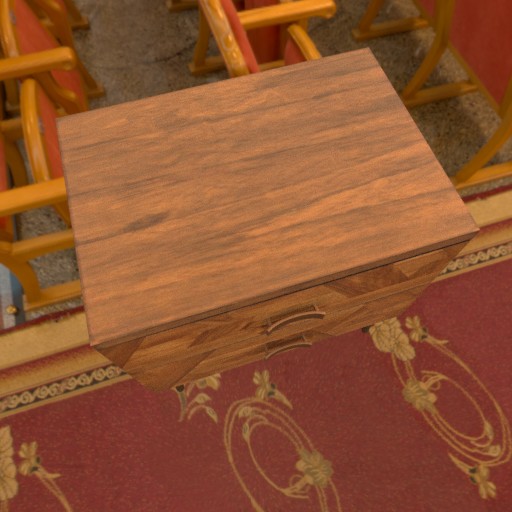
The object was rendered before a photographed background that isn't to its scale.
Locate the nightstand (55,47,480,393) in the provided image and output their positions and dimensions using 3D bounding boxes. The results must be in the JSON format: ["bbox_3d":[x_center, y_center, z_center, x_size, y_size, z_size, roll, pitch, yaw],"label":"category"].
[{"bbox_3d":[0.000,0.000,1.013,0.610,0.610,0.458,-16,65,-7],"label":"nightstand"}]
